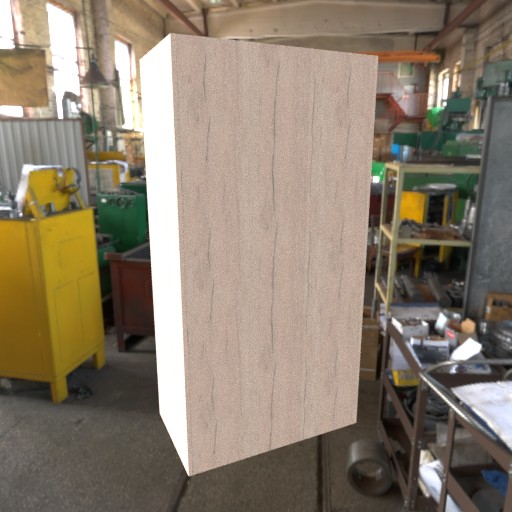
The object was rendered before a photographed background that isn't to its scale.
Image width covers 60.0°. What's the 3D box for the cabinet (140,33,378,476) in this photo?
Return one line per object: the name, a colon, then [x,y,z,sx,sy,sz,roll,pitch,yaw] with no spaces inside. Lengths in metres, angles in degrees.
cabinet: [0.000,0.000,2.329,0.980,1.930,0.580,-6,15,-25]
